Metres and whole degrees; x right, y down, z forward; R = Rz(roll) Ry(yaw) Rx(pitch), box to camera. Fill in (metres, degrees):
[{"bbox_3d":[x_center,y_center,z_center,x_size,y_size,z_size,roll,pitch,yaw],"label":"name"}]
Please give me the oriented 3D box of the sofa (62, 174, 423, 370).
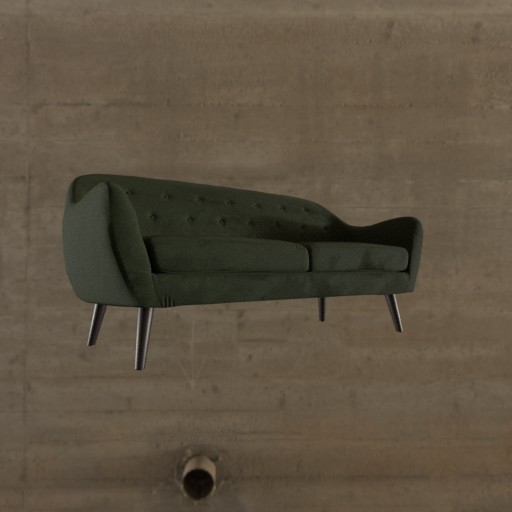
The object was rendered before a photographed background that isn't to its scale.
[{"bbox_3d":[0.000,0.000,2.293,1.840,0.836,0.820,1,-2,-37],"label":"sofa"}]
